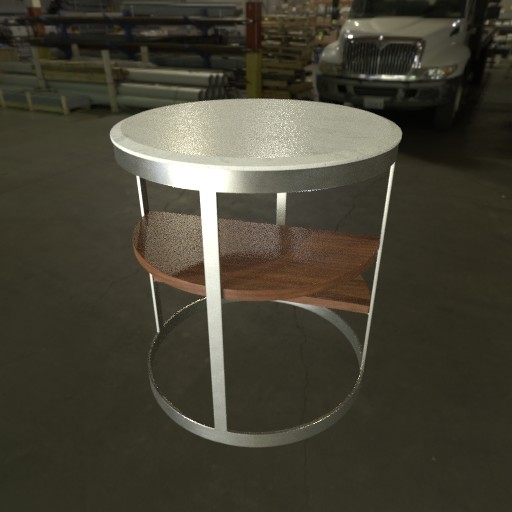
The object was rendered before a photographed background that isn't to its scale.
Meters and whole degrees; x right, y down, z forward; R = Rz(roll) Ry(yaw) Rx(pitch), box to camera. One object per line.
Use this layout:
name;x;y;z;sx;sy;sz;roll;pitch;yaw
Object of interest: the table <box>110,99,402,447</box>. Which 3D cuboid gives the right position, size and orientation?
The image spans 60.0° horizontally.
table;0.000;0.000;0.747;0.407;0.447;0.407;0;29;0
